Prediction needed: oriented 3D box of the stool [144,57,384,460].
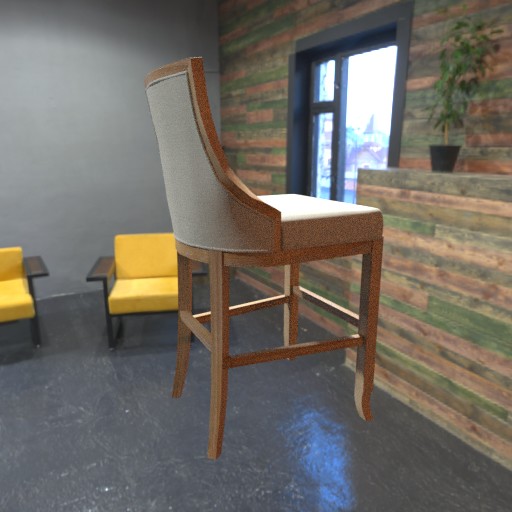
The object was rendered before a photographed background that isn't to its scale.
[{"bbox_3d":[0.000,0.000,1.457,0.626,1.101,0.524,-7,15,-27],"label":"stool"}]
